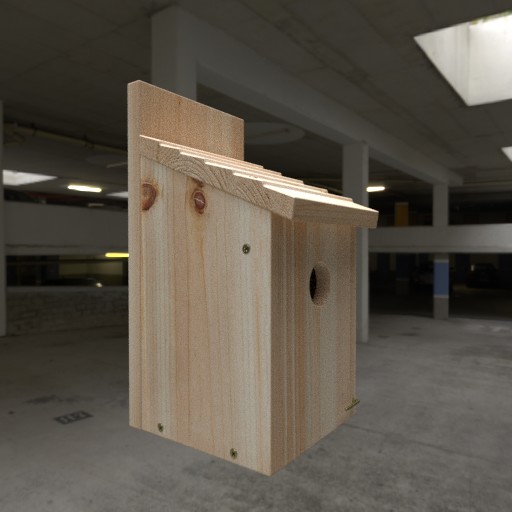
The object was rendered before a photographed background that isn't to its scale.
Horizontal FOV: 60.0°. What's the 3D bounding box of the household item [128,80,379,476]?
[{"bbox_3d":[0.000,0.000,0.397,0.171,0.300,0.149,1,1,36],"label":"household item"}]
